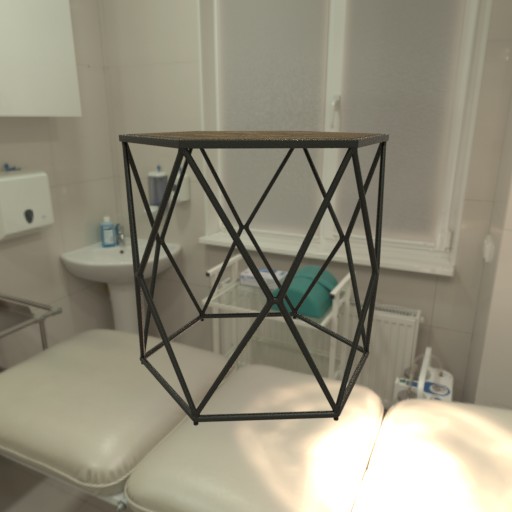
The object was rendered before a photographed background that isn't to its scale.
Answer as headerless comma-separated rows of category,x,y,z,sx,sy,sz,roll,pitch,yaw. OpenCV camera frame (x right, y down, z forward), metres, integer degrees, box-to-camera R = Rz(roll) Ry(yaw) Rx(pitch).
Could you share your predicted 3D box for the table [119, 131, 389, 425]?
table,0.000,0.000,1.061,0.579,0.564,0.578,8,19,25
